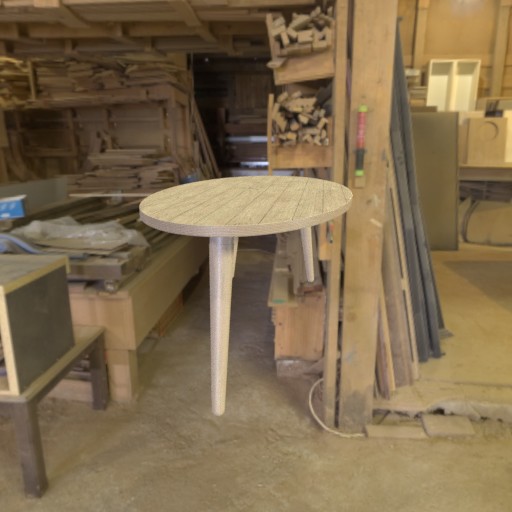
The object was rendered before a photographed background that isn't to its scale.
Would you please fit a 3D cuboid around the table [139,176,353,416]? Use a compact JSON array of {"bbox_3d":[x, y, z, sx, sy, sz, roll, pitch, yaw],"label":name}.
[{"bbox_3d":[0.000,0.000,1.327,0.542,0.390,1.083,2,15,8],"label":"table"}]
